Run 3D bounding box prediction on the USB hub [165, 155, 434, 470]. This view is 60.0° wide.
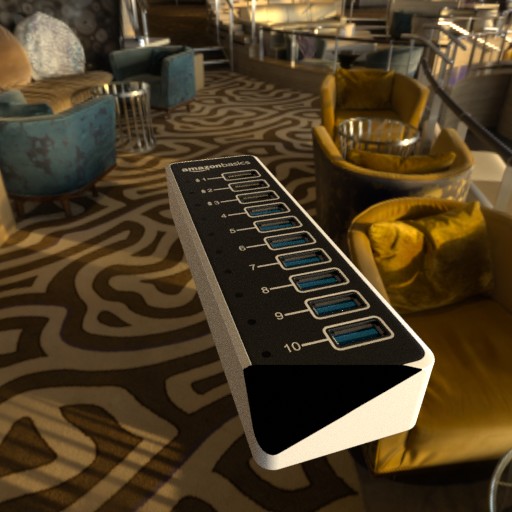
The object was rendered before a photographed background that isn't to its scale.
[{"bbox_3d":[0.000,0.000,0.160,0.044,0.023,0.145,-10,34,-15],"label":"USB hub"}]
